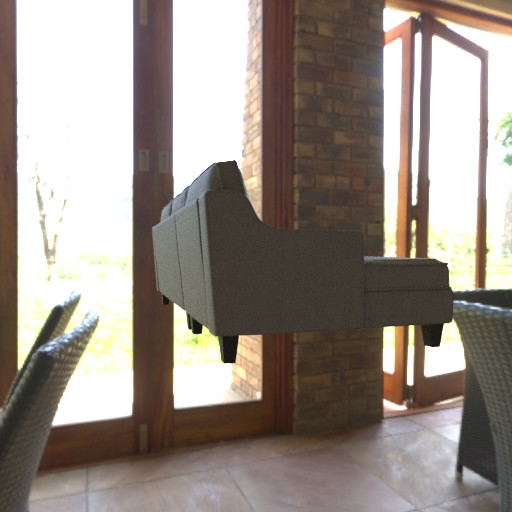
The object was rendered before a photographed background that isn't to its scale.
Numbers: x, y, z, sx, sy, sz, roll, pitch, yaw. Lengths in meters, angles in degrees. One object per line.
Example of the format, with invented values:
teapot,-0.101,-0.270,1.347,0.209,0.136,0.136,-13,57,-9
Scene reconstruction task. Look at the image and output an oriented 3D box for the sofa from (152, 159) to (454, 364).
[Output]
sofa,0.000,0.000,3.255,1.294,0.928,2.561,0,0,-18
